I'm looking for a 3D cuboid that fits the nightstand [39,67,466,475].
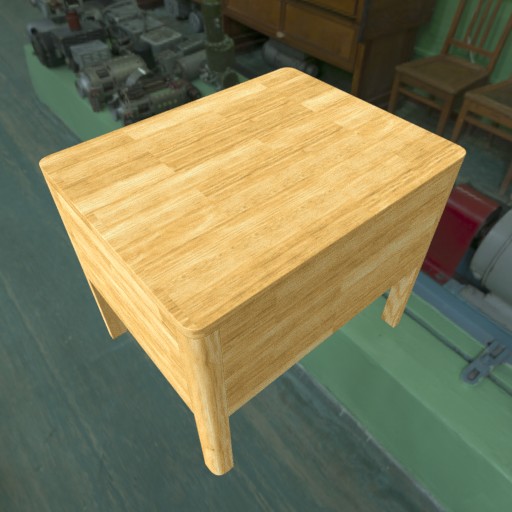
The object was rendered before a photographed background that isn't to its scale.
[{"bbox_3d":[0.000,0.000,0.891,0.560,0.470,0.440,-31,54,-27],"label":"nightstand"}]
